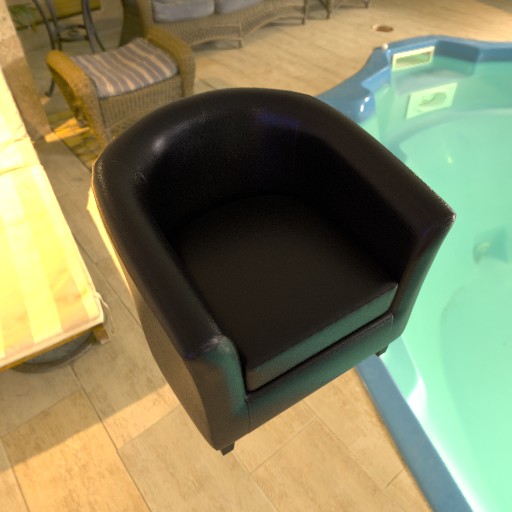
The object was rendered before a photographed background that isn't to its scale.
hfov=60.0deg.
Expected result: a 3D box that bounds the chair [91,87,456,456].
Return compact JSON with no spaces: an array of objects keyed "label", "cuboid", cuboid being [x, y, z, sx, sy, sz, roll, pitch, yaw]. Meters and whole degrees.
[{"label":"chair","cuboid":[0.000,0.000,1.354,0.793,0.756,0.727,-25,51,-22]}]
